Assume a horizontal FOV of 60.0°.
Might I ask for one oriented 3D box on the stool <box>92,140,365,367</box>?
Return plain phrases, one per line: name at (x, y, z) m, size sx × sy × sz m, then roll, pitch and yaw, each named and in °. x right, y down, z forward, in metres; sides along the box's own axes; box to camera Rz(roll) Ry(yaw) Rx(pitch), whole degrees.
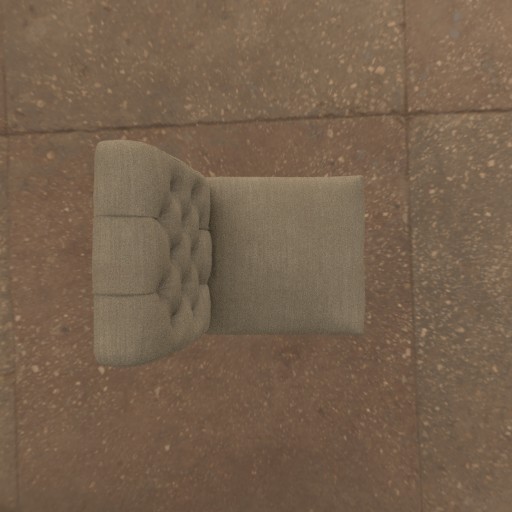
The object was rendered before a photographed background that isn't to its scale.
stool at (0.000, 0.000, 1.417) m, size 0.660 × 1.084 × 0.486 m, roll 0°, pitch 89°, yaw 1°
